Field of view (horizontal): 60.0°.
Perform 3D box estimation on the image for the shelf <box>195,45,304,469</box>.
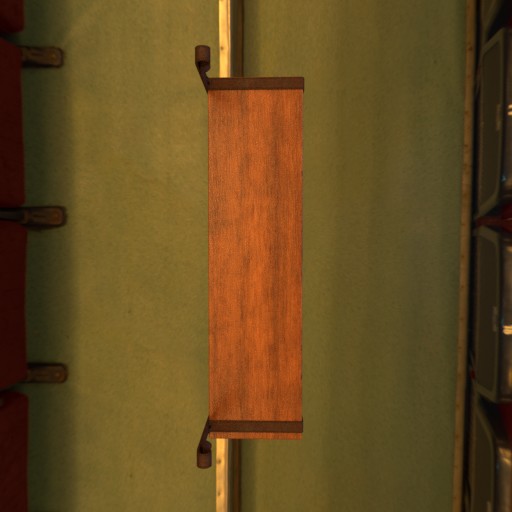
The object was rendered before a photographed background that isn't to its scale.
[{"bbox_3d":[0.000,0.000,0.718,0.146,0.330,0.567,0,92,2],"label":"shelf"}]
